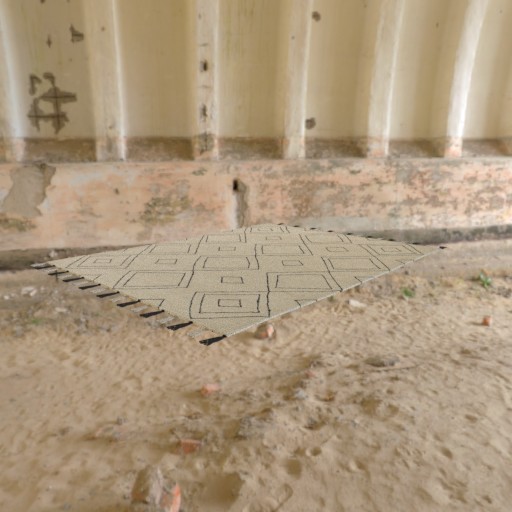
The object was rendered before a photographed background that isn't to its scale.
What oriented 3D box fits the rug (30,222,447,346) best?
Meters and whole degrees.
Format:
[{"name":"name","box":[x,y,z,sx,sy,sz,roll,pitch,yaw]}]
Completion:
[{"name":"rug","box":[0.000,0.000,4.165,2.342,0.026,3.221,12,18,42]}]
